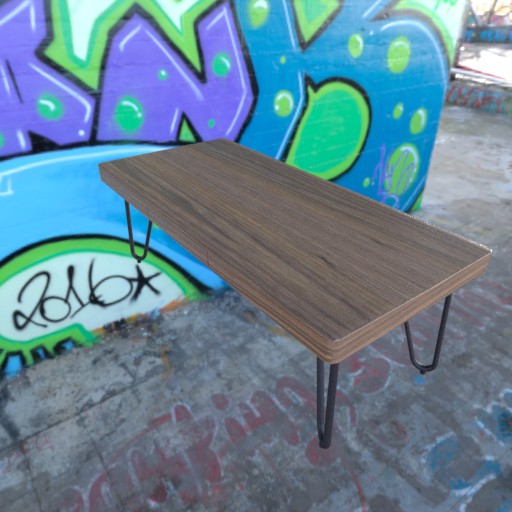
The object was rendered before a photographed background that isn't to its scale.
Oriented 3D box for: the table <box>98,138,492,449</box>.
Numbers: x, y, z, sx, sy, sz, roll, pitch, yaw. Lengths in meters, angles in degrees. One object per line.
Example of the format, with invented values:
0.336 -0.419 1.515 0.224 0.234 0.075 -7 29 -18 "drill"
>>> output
0.000 0.000 1.657 0.637 0.468 1.375 -21 37 -31 "table"
